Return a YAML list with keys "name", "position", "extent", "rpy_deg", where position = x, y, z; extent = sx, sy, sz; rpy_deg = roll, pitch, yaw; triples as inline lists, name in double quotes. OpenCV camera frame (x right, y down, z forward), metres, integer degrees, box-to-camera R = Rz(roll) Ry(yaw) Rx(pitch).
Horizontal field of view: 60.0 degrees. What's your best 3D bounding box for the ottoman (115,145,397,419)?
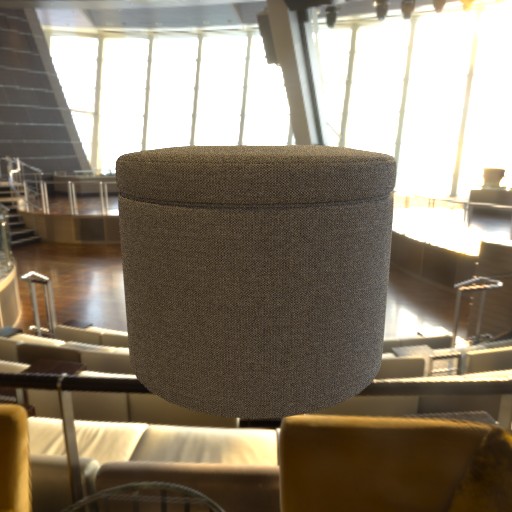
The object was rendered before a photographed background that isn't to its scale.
- name: "ottoman"
  position: [0.000, 0.000, 0.863]
  extent: [0.500, 0.419, 0.500]
  rpy_deg: [0, 14, 0]
